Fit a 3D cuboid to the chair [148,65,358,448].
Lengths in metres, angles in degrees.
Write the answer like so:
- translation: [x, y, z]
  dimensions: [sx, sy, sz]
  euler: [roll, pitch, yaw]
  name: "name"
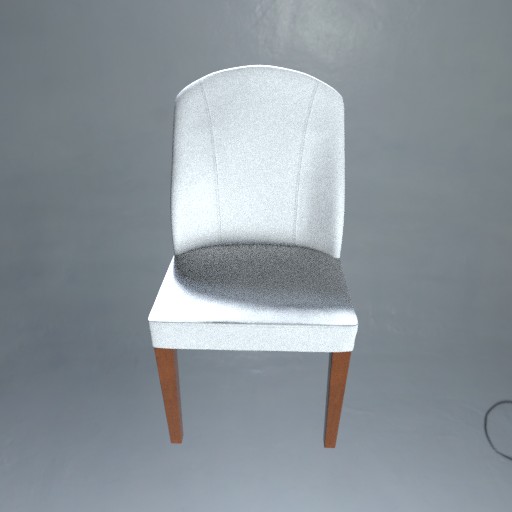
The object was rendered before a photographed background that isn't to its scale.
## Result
- translation: [0.000, 0.000, 1.186]
  dimensions: [0.472, 0.893, 0.540]
  euler: [1, 29, 2]
  name: "chair"
